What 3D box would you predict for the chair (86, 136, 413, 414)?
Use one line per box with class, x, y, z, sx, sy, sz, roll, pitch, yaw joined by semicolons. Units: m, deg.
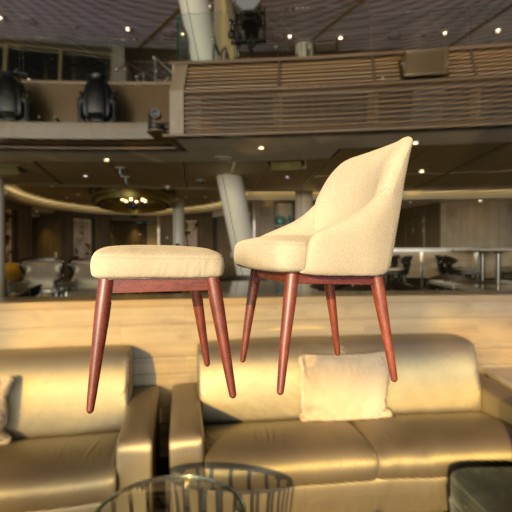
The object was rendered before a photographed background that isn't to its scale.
chair;0.000;0.000;1.580;1.114;0.866;0.584;0;1;-18
